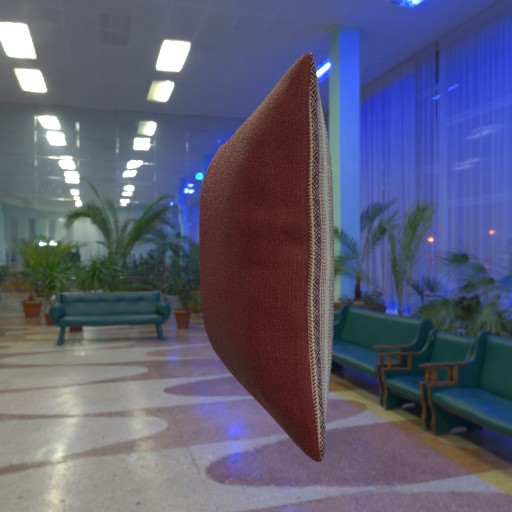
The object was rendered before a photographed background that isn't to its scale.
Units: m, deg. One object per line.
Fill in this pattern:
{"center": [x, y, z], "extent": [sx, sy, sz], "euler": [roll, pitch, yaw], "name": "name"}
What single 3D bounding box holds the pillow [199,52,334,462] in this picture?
{"center": [0.000, 0.000, 0.774], "extent": [0.166, 0.497, 0.513], "euler": [0, 0, -16], "name": "pillow"}
